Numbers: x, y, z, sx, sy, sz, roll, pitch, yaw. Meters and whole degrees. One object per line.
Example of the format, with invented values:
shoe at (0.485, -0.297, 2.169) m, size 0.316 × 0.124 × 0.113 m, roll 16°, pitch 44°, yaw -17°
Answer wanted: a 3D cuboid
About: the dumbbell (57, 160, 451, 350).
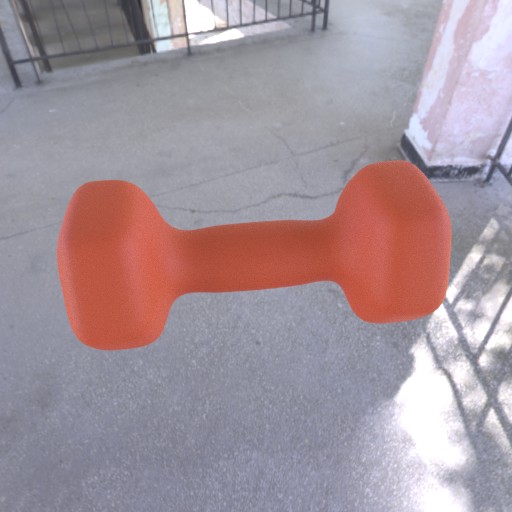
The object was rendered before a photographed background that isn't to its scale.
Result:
dumbbell at (0.000, 0.000, 0.203) m, size 0.162 × 0.071 × 0.079 m, roll -4°, pitch 45°, yaw -4°
